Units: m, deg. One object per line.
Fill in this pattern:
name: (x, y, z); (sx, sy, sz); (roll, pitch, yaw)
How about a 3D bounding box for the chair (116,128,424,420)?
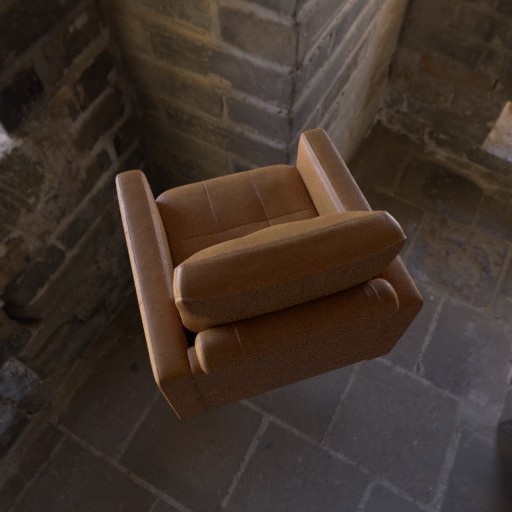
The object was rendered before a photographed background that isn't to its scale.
chair: (0.000, 0.000, 1.554); (0.831, 0.896, 0.868); (-15, 59, -9)
